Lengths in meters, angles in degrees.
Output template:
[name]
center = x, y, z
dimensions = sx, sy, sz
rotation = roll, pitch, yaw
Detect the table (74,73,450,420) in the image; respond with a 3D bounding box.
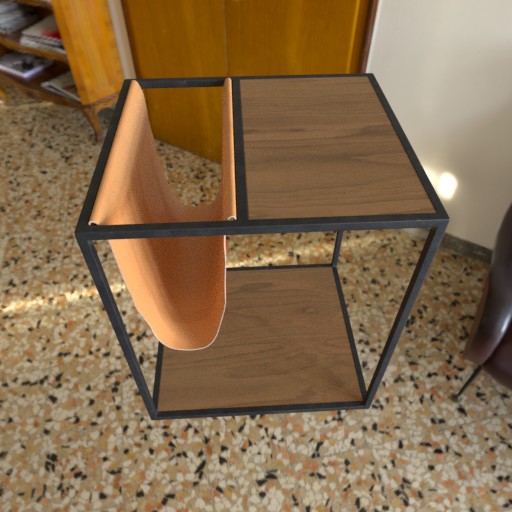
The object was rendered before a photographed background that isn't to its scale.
[table]
center = 0.000, 0.000, 0.856
dimensions = 0.450, 0.536, 0.399
rotation = -2, 47, -2
